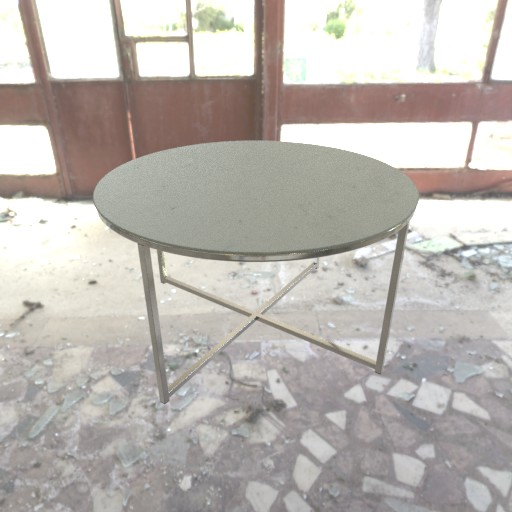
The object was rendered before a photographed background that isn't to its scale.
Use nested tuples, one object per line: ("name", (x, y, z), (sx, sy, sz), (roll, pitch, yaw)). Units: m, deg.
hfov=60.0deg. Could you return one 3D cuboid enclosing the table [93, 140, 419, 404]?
("table", (0.000, 0.000, 1.249), (0.800, 0.450, 0.800), (0, 29, 0))
